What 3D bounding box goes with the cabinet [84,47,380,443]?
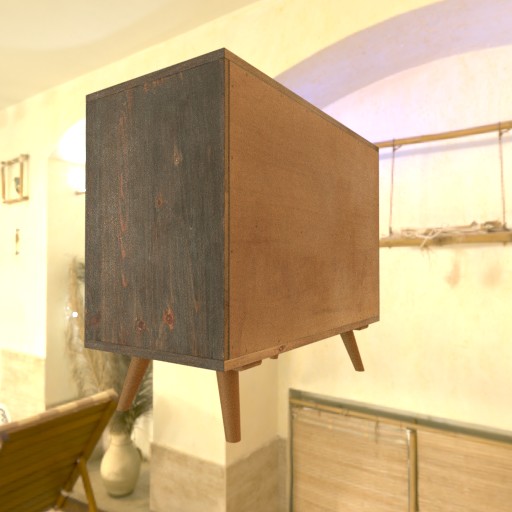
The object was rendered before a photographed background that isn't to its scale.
[{"bbox_3d":[0.000,0.000,1.533,0.529,0.897,1.023,-1,-1,34],"label":"cabinet"}]
